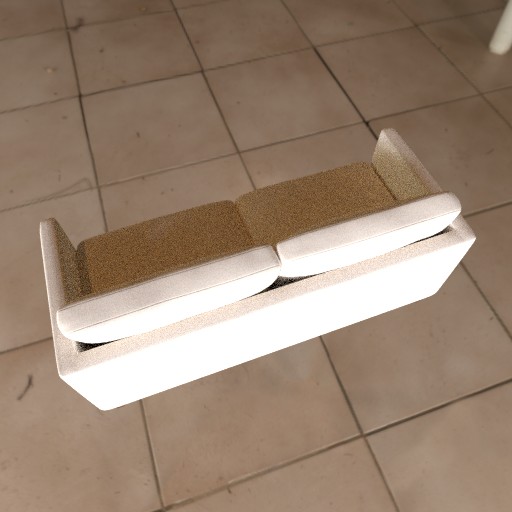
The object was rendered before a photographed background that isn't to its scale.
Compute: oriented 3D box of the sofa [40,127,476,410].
[{"bbox_3d":[0.000,0.000,2.529,2.139,0.933,0.924,-17,59,-10],"label":"sofa"}]
